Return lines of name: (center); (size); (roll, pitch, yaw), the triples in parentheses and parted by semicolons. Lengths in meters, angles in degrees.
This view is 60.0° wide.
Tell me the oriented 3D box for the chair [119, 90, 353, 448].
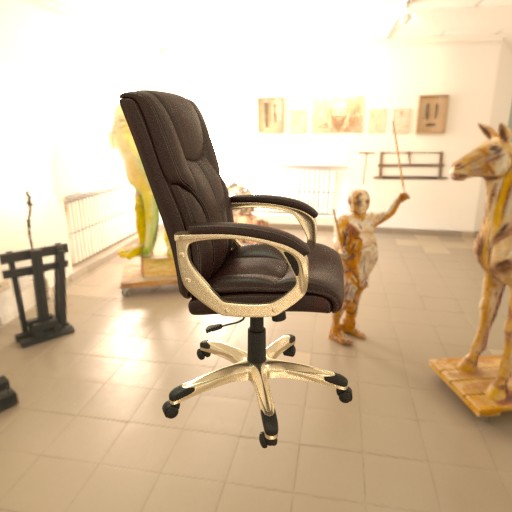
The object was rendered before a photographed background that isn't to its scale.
chair: (0.000, 0.000, 1.579); (0.739, 1.107, 0.662); (3, 17, 10)
